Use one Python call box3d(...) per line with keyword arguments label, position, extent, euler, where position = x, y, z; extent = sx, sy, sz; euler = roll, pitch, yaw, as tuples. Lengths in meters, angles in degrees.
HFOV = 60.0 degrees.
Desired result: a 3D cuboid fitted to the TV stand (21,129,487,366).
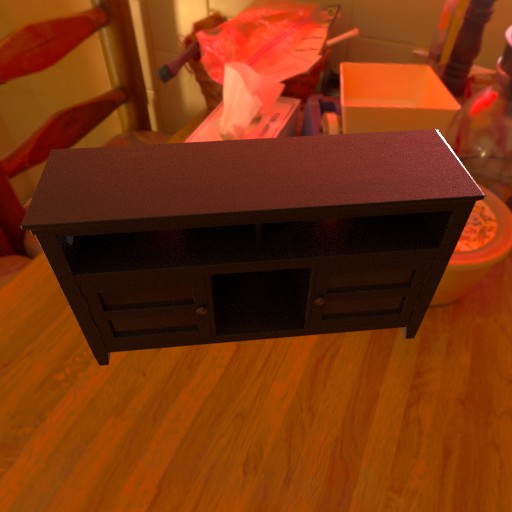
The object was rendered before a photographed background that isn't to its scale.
box3d(label="TV stand", position=(0.000, 0.000, 1.491), extent=(1.198, 0.681, 0.347), euler=(-4, 46, -4))
